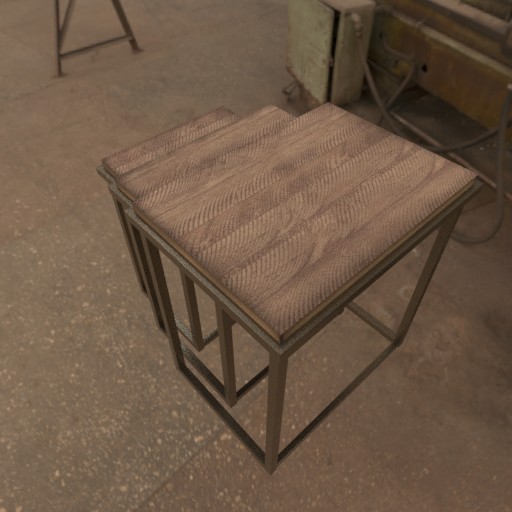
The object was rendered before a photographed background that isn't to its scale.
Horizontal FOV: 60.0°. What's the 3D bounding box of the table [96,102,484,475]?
[{"bbox_3d":[0.000,0.000,1.120,0.559,0.610,0.706,-34,56,-27],"label":"table"}]
